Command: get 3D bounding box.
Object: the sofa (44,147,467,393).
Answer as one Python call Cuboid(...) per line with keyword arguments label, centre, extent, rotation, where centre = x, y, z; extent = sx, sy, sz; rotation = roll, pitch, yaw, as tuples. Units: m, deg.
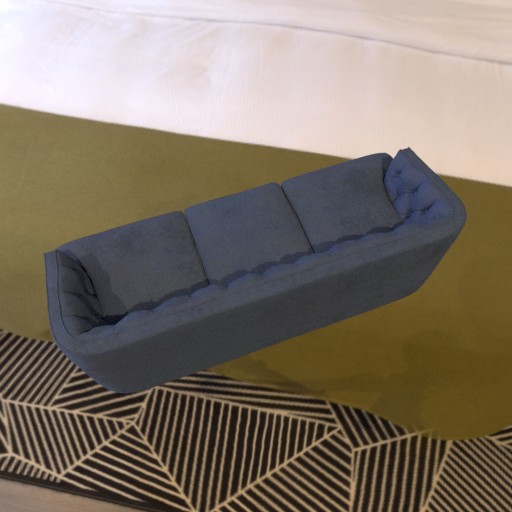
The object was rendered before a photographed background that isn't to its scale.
Cuboid(label="sofa", centre=(0.000, 0.000, 2.670), extent=(2.278, 0.855, 0.941), rotation=(-18, 61, -10))
